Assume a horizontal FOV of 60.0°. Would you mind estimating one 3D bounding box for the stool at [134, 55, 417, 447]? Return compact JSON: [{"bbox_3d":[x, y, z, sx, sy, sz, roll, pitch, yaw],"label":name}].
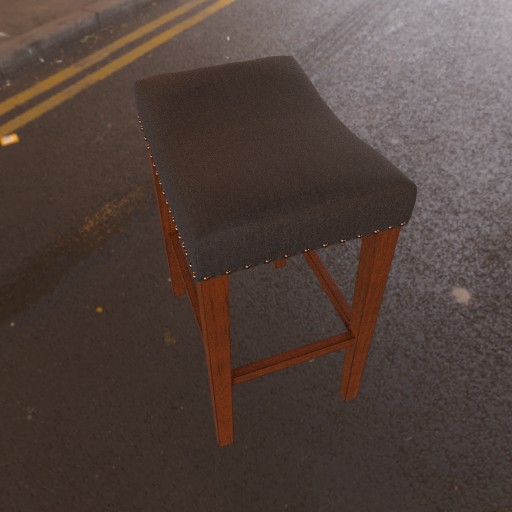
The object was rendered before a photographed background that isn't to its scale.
[{"bbox_3d":[0.000,0.000,0.870,0.320,0.612,0.439,-15,50,-13],"label":"stool"}]
